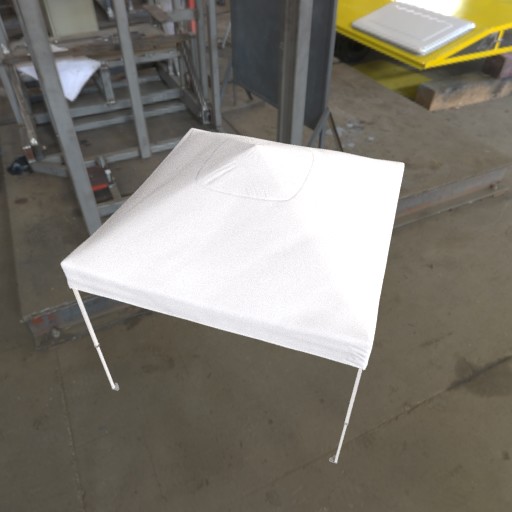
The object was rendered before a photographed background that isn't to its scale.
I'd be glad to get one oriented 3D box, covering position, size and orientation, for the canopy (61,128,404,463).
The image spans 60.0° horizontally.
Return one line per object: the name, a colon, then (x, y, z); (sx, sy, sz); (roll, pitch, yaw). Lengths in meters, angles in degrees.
canopy: (0.000, 0.000, 5.441); (2.996, 2.997, 2.998); (13, 44, 14)
